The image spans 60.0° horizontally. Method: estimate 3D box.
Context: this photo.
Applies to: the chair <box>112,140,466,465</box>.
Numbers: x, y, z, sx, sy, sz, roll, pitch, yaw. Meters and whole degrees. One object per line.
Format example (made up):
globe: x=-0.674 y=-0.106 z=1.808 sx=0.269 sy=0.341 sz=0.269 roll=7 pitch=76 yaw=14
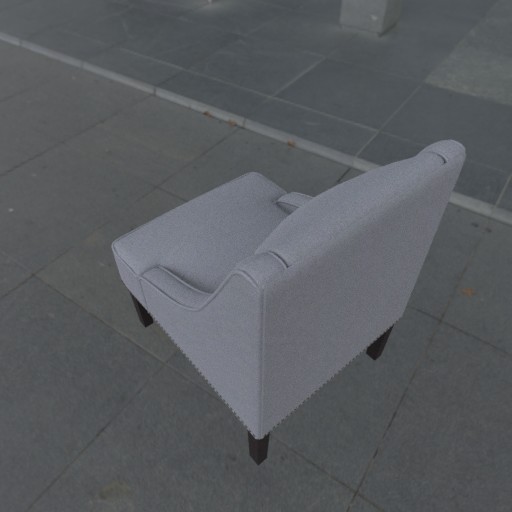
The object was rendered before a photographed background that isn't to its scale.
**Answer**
chair: x=0.000 y=0.000 z=1.341 sx=0.631 sy=0.867 sz=0.747 roll=-32 pitch=54 yaw=-27
